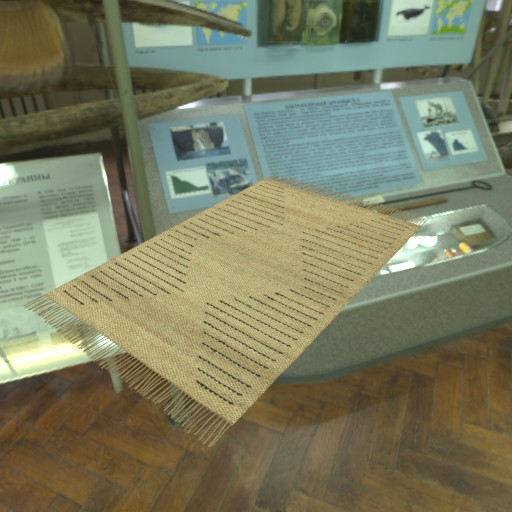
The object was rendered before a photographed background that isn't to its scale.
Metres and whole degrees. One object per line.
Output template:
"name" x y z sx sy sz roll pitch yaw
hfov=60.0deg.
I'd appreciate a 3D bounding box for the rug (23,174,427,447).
"rug" 0.000 0.000 2.491 1.224 0.027 2.085 23 40 31
